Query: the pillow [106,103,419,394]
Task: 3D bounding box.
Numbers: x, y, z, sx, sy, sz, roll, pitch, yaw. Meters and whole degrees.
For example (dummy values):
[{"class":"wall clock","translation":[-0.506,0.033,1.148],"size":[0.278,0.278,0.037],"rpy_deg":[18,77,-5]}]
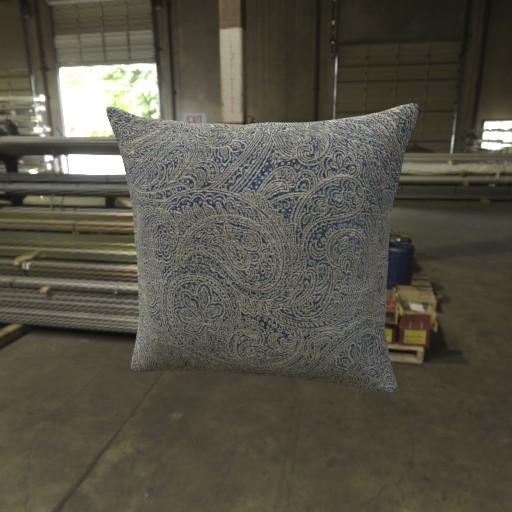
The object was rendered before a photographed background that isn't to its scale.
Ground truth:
[{"class":"pillow","translation":[0.000,0.000,0.790],"size":[0.523,0.510,0.166],"rpy_deg":[3,15,10]}]
